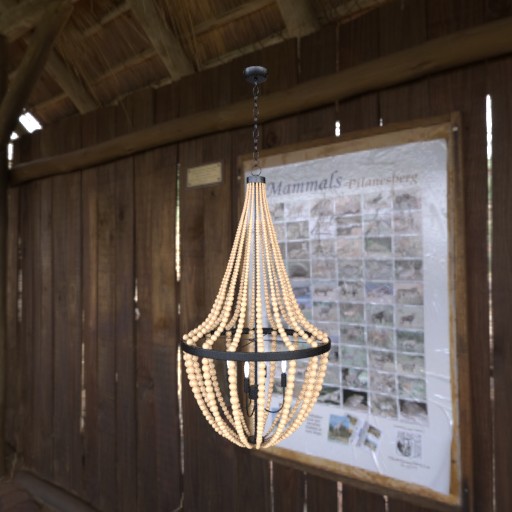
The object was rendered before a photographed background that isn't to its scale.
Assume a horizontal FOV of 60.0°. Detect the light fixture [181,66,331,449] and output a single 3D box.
[{"bbox_3d":[0.000,0.000,1.353,0.450,1.133,0.450,0,-1,0],"label":"light fixture"}]
